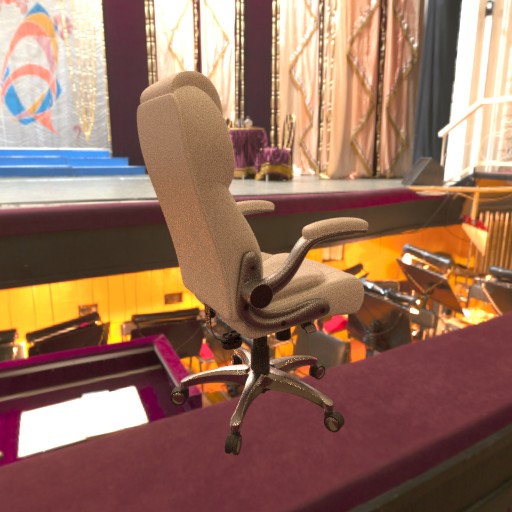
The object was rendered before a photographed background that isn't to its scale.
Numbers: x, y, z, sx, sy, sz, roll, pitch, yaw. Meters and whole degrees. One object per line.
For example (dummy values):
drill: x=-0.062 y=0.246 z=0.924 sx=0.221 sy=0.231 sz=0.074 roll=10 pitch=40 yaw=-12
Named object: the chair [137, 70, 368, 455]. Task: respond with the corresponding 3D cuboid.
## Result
chair: x=0.000 y=0.000 z=1.827 sx=0.806 sy=1.330 sz=0.755 roll=-7 pitch=15 yaw=-27
